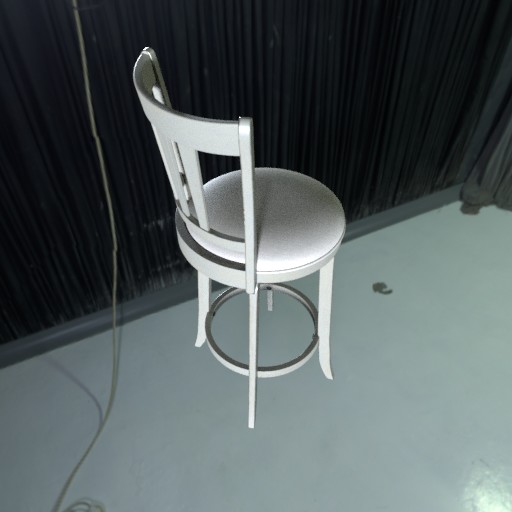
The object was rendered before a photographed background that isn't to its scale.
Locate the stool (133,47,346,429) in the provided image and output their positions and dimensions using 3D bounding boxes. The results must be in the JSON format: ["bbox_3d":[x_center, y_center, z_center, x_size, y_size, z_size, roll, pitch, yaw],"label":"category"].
[{"bbox_3d":[0.000,0.000,1.237,0.475,1.042,0.436,-23,47,-24],"label":"stool"}]
